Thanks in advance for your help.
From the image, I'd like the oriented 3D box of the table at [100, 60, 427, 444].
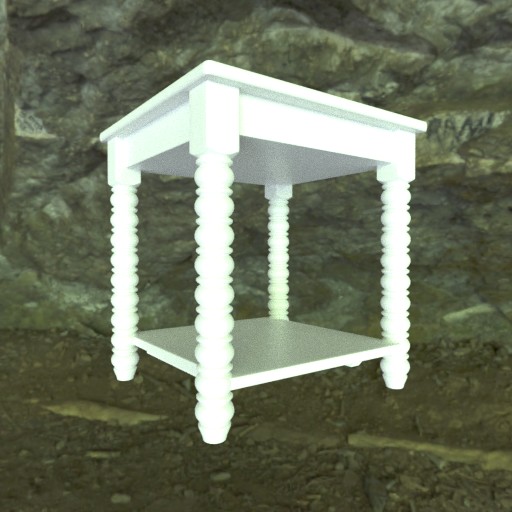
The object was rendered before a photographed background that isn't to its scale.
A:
[{"bbox_3d":[0.000,0.000,0.979,0.533,0.563,0.500,-1,1,-36],"label":"table"}]
